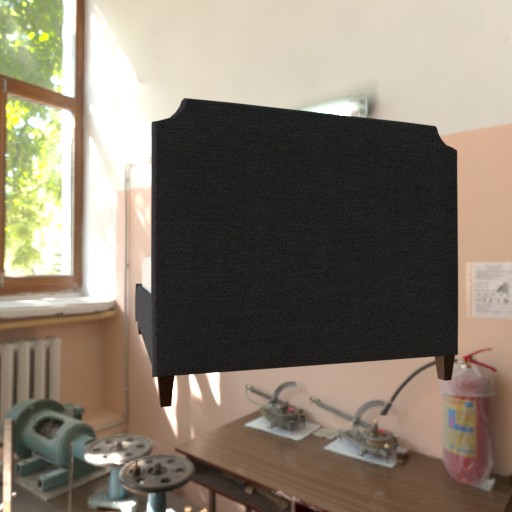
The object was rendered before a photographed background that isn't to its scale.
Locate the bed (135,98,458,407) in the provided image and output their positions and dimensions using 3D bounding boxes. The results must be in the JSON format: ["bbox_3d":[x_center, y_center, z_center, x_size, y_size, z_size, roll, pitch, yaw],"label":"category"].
[{"bbox_3d":[0.000,0.000,3.366,1.713,1.443,2.372,0,-1,-17],"label":"bed"}]
